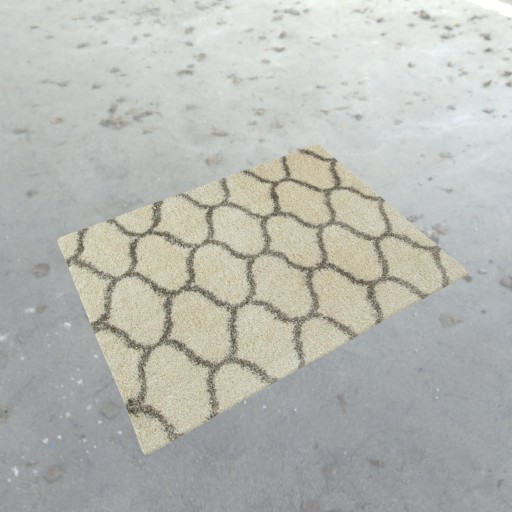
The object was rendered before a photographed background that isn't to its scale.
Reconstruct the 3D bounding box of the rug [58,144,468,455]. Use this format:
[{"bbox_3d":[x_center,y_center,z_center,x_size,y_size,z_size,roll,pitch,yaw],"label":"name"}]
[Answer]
[{"bbox_3d":[0.000,0.000,2.138,1.600,0.025,1.200,-24,53,-20],"label":"rug"}]
